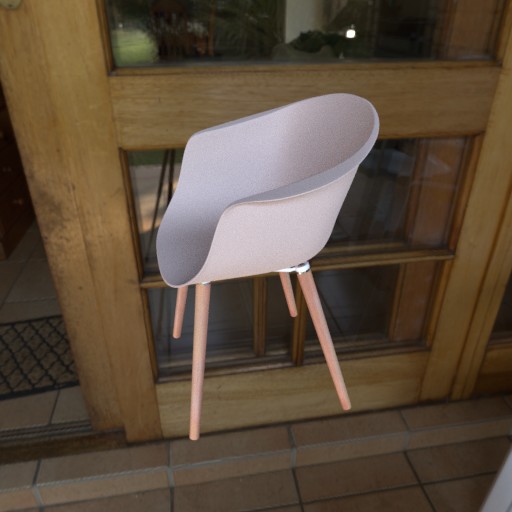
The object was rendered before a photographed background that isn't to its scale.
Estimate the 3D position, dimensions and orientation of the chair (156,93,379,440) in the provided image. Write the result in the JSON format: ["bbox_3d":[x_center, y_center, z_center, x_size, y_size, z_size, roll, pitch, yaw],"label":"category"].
[{"bbox_3d":[0.000,0.000,1.169,0.504,0.781,0.593,-7,30,-13],"label":"chair"}]
